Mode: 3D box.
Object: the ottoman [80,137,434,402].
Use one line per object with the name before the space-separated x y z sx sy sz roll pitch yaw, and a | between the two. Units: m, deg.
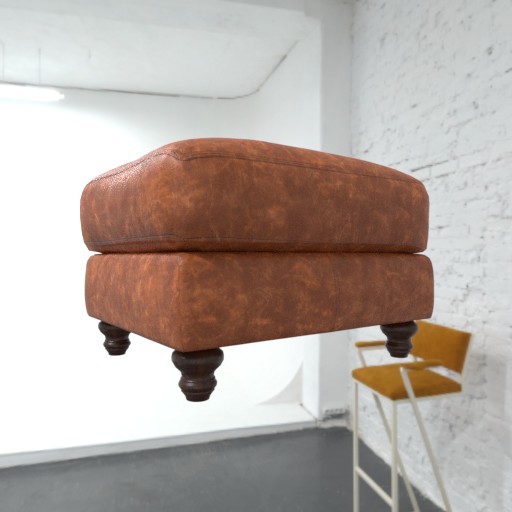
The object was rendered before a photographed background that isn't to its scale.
ottoman | 0.000 0.000 1.254 0.832 0.562 0.657 0 0 -36
